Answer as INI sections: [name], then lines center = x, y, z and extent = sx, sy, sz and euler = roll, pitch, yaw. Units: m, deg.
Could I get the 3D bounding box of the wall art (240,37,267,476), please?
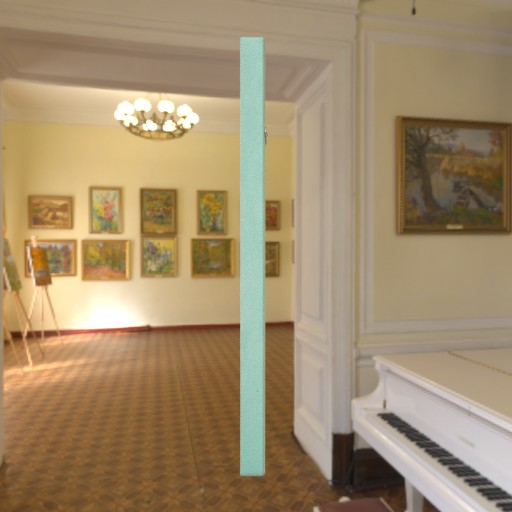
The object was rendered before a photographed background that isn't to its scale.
[wall art]
center = 0.000, 0.000, 1.614
extent = 0.070, 1.073, 1.071
euler = 0, 0, 0
